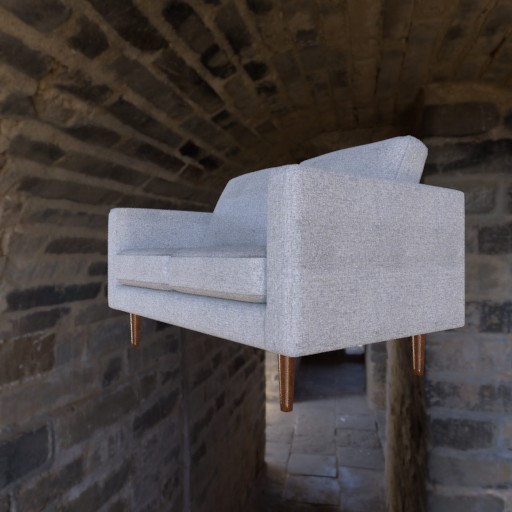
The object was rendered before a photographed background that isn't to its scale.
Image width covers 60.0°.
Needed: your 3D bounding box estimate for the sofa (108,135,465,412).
[{"bbox_3d":[0.000,0.000,2.108,0.969,0.973,1.527,0,0,-37],"label":"sofa"}]
